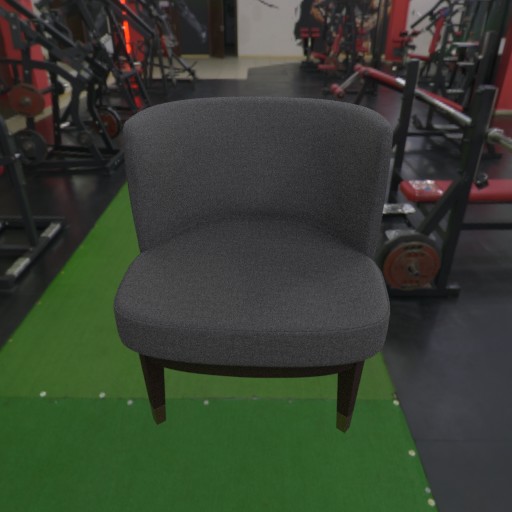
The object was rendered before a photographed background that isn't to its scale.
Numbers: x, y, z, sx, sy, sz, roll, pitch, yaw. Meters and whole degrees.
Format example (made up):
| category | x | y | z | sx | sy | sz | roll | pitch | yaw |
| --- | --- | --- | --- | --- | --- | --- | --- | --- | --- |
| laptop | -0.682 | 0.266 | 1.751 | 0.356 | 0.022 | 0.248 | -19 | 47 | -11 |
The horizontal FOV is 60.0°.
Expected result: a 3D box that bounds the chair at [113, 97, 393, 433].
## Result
| category | x | y | z | sx | sy | sz | roll | pitch | yaw |
| --- | --- | --- | --- | --- | --- | --- | --- | --- | --- |
| chair | 0.000 | 0.000 | 1.190 | 0.639 | 0.695 | 0.698 | 1 | 30 | 3 |
